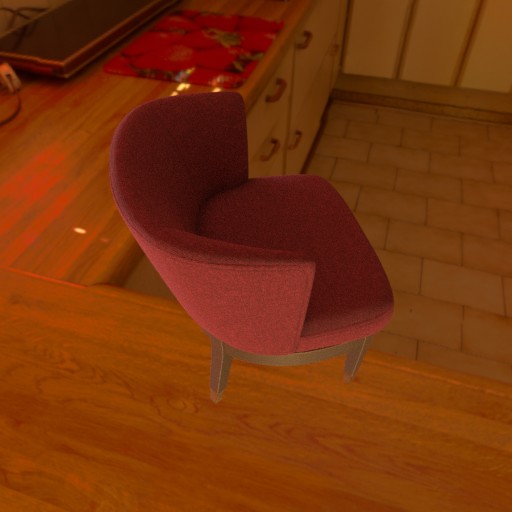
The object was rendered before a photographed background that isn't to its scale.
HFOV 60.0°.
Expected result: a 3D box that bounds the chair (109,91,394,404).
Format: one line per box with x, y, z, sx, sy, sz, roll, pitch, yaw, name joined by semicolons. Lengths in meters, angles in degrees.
0.000;0.000;1.286;0.660;0.760;0.700;-9;47;-9;chair
